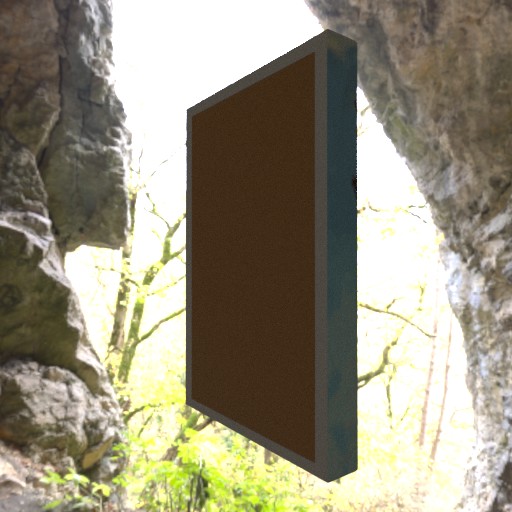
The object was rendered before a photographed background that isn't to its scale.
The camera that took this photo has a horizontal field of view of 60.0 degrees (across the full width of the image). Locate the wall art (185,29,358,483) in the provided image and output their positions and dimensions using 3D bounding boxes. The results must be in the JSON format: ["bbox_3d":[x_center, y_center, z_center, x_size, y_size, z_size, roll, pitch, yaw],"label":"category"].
[{"bbox_3d":[0.000,0.000,0.481,0.039,0.380,0.251,0,0,-37],"label":"wall art"}]
